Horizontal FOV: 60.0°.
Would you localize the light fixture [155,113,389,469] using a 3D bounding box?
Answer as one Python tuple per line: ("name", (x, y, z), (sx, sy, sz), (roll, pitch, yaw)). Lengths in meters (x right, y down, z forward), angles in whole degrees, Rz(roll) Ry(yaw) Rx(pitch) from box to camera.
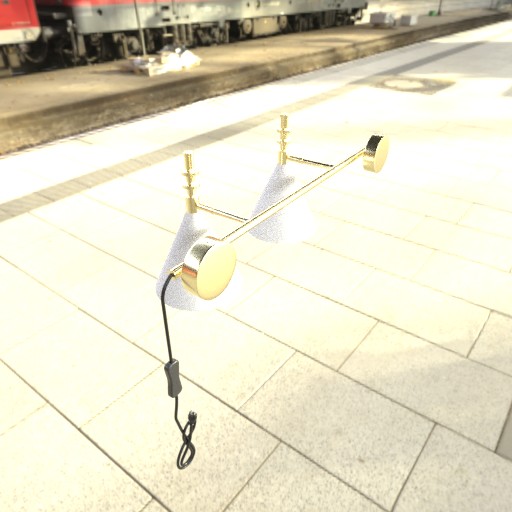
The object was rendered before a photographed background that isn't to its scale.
("light fixture", (0.000, 0.000, 0.862), (0.239, 0.468, 0.642), (21, 38, 30))
